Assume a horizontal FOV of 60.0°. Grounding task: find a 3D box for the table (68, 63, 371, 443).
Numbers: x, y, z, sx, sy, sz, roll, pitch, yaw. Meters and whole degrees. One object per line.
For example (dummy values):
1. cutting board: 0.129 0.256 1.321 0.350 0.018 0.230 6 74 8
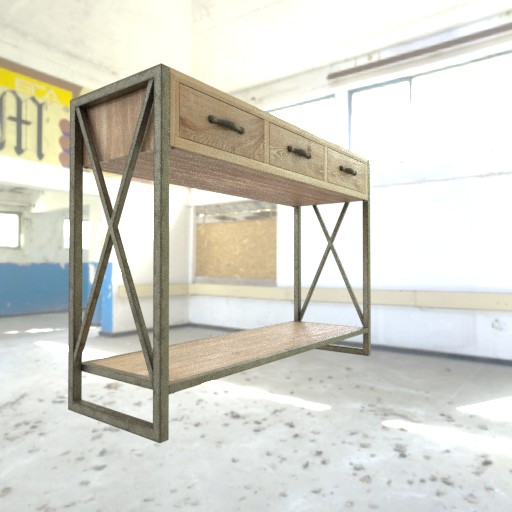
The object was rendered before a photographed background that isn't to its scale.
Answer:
1. table: 0.000 0.000 1.407 0.361 0.763 1.059 -1 -1 37
